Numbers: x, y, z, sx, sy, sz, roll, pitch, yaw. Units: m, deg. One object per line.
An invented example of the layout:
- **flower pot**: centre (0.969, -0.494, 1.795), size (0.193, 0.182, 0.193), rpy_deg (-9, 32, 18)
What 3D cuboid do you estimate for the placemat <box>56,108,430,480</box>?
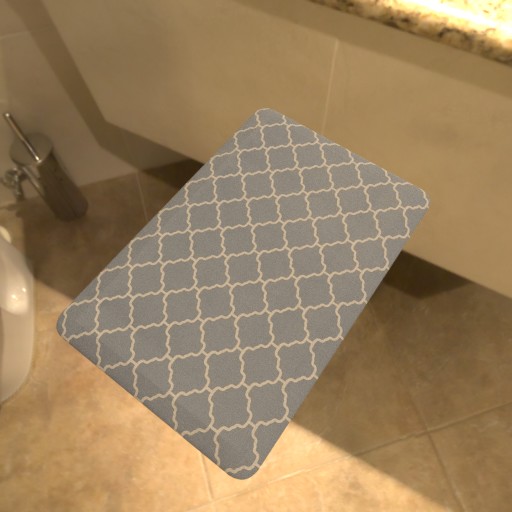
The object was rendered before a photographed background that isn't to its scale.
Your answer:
- **placemat**: centre (0.000, 0.000, 0.981), size (0.508, 0.021, 0.762), rpy_deg (33, 68, 15)
